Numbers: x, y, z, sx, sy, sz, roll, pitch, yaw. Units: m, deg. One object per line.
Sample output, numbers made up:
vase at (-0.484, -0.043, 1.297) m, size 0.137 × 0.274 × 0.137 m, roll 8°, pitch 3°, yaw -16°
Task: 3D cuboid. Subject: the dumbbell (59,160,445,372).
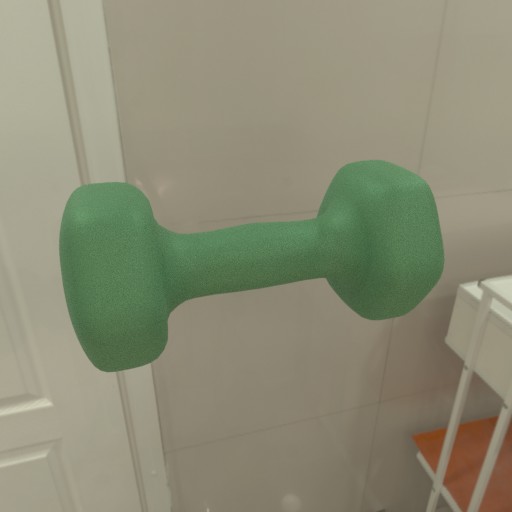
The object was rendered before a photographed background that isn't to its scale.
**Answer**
dumbbell at (0.000, 0.000, 0.325) m, size 0.260 × 0.117 × 0.129 m, roll -8°, pitch 27°, yaw -15°
